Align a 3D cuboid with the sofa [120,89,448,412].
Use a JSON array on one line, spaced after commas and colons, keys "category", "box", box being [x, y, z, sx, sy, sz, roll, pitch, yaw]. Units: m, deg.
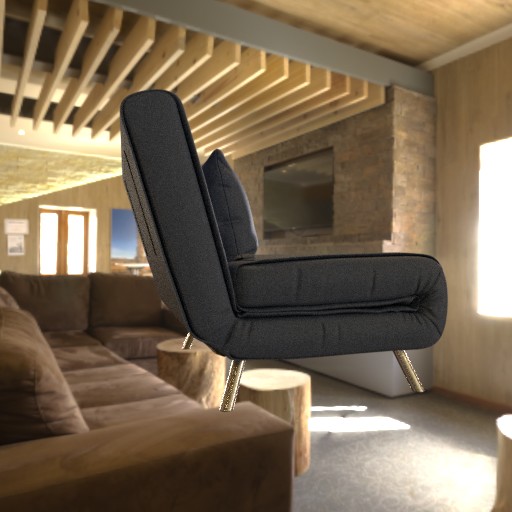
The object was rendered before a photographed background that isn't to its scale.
[{"category": "sofa", "box": [0.000, 0.000, 1.709, 0.996, 0.860, 0.999, 0, 0, -16]}]
